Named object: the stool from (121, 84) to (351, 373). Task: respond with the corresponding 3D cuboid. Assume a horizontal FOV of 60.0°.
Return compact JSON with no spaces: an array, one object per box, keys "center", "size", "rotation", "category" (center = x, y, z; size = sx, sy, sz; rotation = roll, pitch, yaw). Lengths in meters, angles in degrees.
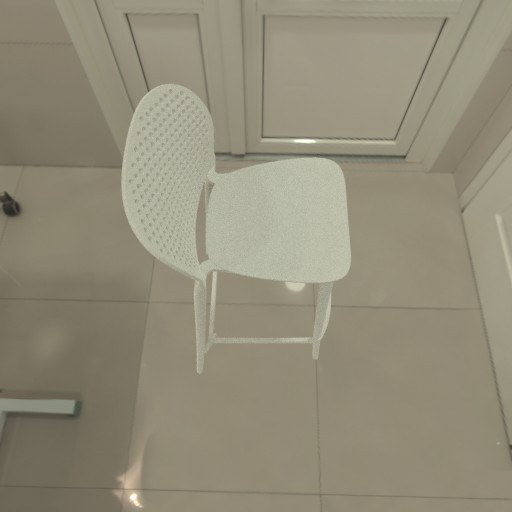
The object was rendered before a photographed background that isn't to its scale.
[{"center":[0.000,0.000,1.372],"size":[0.535,1.045,0.536],"rotation":[1,65,1],"category":"stool"}]
